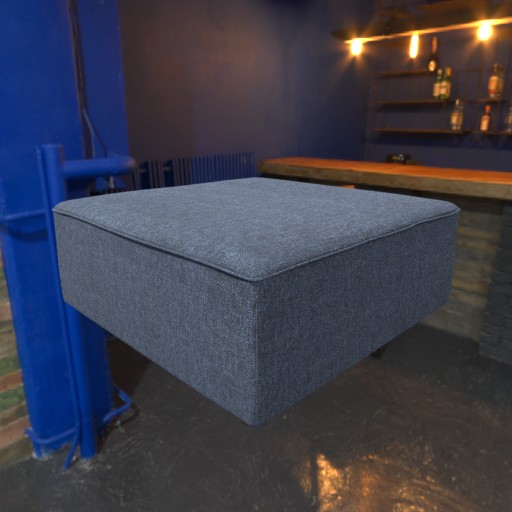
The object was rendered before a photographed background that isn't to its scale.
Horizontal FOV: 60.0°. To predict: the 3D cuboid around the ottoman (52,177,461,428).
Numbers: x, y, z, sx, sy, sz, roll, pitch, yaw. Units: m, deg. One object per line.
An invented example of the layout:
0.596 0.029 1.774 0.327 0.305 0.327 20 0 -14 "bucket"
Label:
0.000 0.000 1.559 1.017 0.423 1.023 -16 23 -42 "ottoman"
